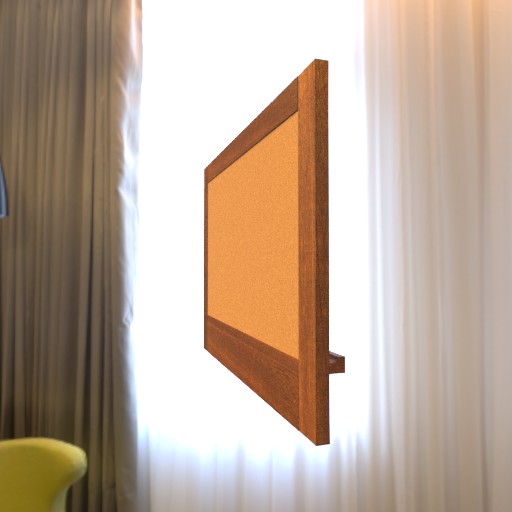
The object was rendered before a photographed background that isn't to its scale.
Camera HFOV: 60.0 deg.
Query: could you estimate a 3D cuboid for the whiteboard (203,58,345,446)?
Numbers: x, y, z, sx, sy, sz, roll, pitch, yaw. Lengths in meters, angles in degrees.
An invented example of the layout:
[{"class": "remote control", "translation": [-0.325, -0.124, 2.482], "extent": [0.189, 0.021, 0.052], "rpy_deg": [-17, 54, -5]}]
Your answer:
[{"class": "whiteboard", "translation": [0.000, 0.000, 1.021], "extent": [0.083, 0.559, 0.783], "rpy_deg": [0, -1, -19]}]
